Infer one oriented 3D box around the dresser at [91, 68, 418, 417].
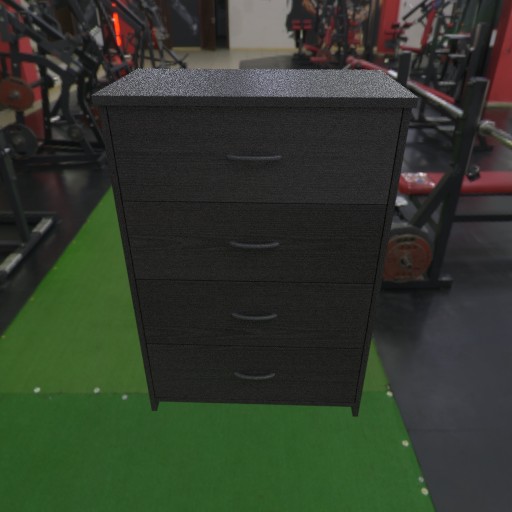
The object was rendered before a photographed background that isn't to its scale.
[{"bbox_3d":[0.000,0.000,1.373,0.704,1.020,0.399,1,31,2],"label":"dresser"}]
